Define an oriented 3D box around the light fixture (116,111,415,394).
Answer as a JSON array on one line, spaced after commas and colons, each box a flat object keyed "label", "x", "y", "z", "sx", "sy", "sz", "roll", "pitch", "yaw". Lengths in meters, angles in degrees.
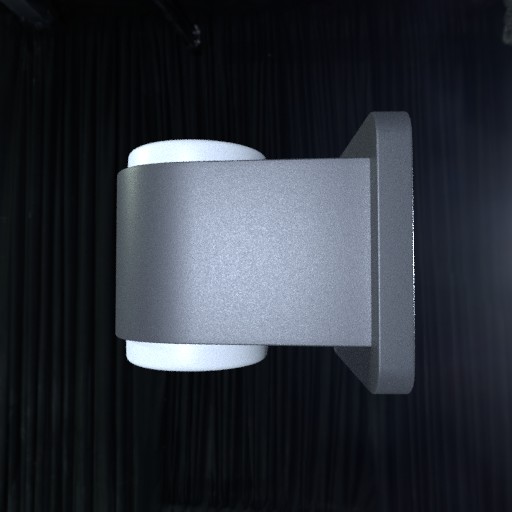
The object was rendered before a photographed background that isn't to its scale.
[{"label": "light fixture", "x": 0.000, "y": 0.000, "z": 0.215, "sx": 0.132, "sy": 0.109, "sz": 0.109, "roll": 0, "pitch": -2, "yaw": 1}]
